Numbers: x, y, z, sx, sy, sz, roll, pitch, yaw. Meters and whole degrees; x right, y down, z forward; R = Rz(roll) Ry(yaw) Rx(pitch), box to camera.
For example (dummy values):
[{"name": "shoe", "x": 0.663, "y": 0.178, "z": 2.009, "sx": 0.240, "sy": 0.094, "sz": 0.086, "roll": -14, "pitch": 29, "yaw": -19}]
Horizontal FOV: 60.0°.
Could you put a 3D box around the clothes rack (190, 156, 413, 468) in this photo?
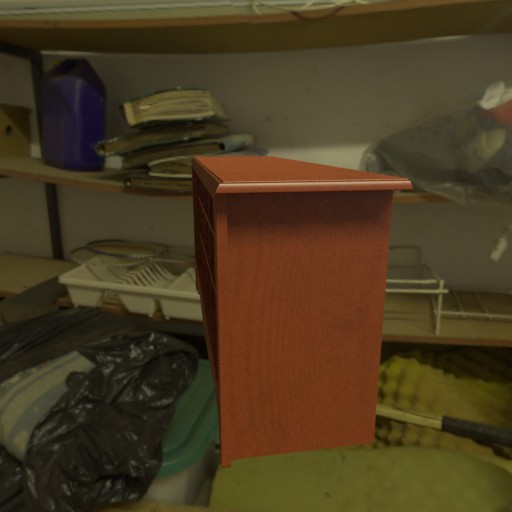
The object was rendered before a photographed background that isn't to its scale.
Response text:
[{"name": "clothes rack", "x": 0.000, "y": 0.000, "z": 1.448, "sx": 0.362, "sy": 0.594, "sz": 1.251, "roll": -3, "pitch": 15, "yaw": -10}]
